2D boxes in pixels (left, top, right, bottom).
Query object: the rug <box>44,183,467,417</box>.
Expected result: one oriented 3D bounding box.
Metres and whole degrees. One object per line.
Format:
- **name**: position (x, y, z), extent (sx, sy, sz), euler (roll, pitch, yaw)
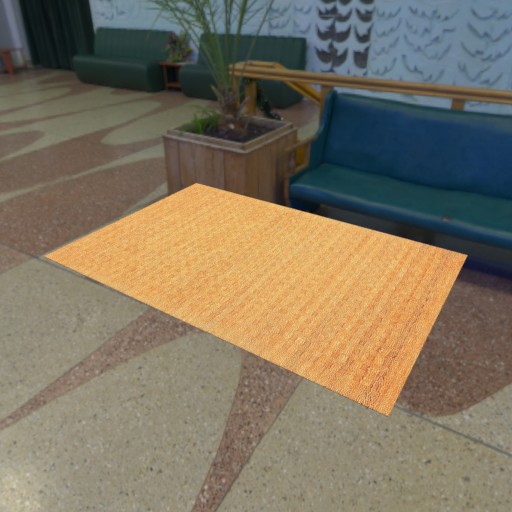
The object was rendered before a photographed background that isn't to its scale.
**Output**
- **rug**: position (0.000, 0.000, 2.876), extent (2.285, 0.006, 1.524), euler (19, 36, 28)
